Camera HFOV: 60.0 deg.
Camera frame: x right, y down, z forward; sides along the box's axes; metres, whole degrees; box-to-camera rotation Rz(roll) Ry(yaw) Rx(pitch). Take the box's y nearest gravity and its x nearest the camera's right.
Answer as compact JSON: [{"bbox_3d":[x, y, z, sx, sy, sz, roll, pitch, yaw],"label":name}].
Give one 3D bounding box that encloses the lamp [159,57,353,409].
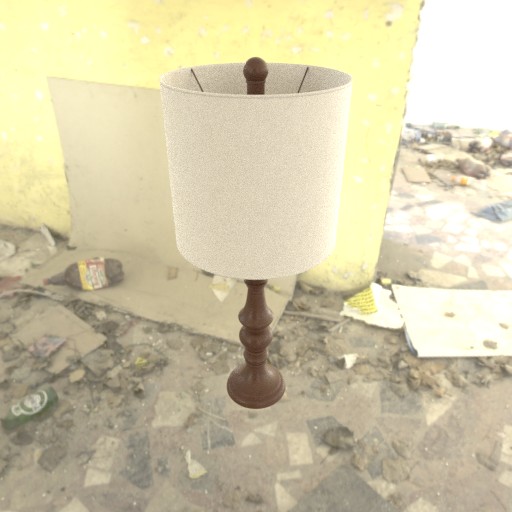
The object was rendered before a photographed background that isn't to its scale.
[{"bbox_3d":[0.000,0.000,0.724,0.250,0.597,0.250,23,38,33],"label":"lamp"}]
